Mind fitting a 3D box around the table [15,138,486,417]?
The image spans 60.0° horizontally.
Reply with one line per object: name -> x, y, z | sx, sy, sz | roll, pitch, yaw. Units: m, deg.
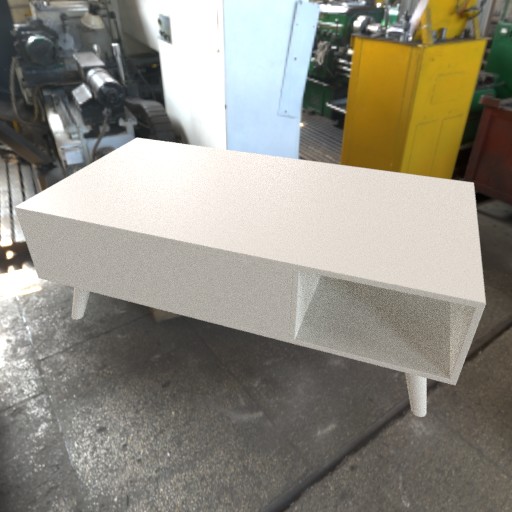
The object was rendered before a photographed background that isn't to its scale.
table -> 0.000, 0.000, 1.406 | 1.194, 0.432, 0.609 | 12, 35, 17
